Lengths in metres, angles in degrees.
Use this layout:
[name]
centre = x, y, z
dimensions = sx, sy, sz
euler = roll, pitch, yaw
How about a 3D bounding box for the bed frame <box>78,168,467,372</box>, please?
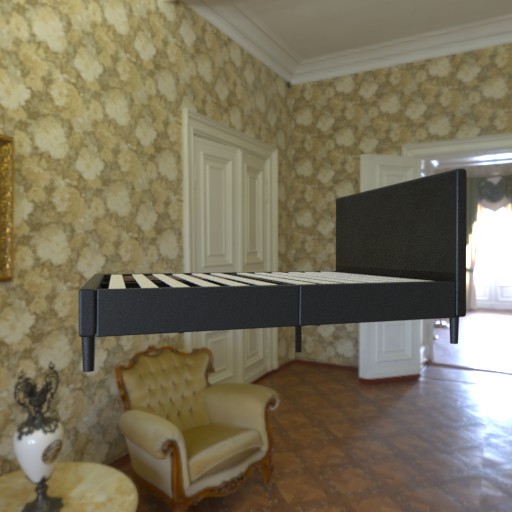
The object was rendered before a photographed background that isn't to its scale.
[bed frame]
centre = 0.000, 0.000, 3.270
dimensions = 2.318, 1.127, 1.634
euler = 0, 0, -18
